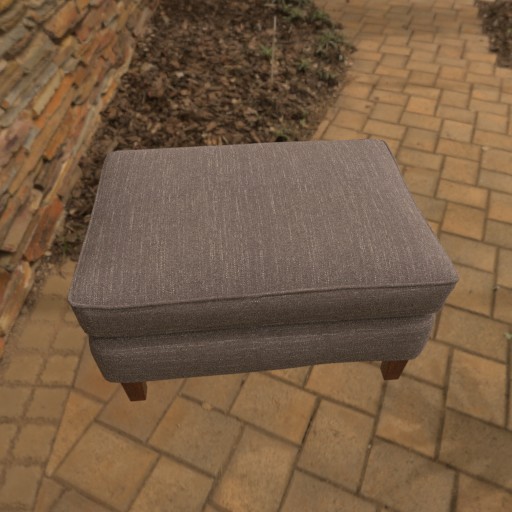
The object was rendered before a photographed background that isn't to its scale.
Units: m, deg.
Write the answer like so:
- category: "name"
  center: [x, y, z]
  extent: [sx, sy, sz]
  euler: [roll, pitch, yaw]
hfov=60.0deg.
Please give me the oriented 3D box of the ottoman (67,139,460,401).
- category: "ottoman"
  center: [0.000, 0.000, 1.002]
  extent: [0.686, 0.406, 0.508]
  euler: [-4, 46, -3]
